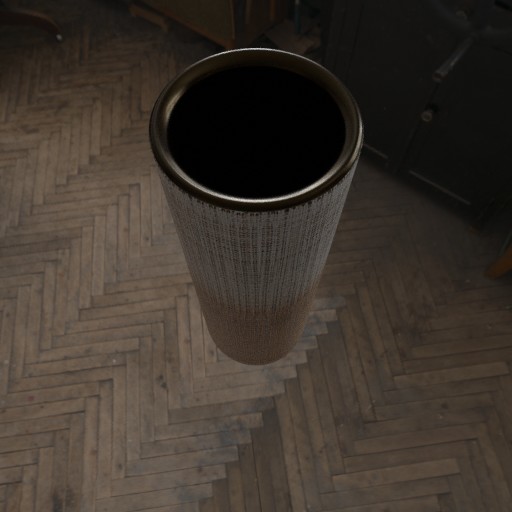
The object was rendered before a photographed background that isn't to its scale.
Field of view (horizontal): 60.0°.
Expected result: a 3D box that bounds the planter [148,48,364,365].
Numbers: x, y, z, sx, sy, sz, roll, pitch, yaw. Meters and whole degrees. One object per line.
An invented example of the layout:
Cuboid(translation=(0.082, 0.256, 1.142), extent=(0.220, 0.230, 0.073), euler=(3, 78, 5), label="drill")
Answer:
Cuboid(translation=(0.000, 0.000, 0.326), extent=(0.099, 0.278, 0.099), euler=(-2, 63, -1), label="planter")
